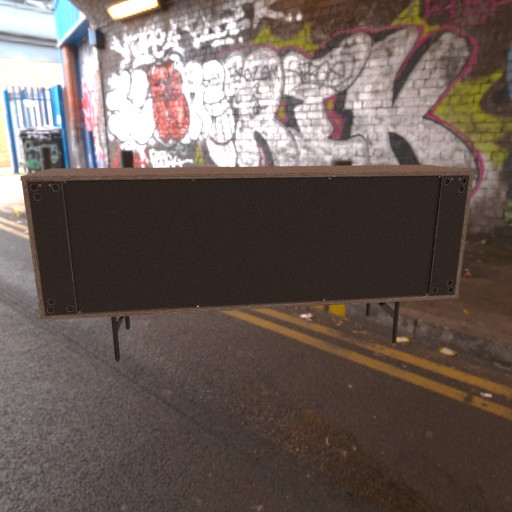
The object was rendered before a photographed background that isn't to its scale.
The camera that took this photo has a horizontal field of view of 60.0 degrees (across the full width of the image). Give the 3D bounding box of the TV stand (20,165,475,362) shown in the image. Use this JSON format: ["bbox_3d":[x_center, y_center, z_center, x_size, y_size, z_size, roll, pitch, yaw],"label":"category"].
[{"bbox_3d":[0.000,0.000,2.043,1.804,0.787,0.405,-2,16,-8],"label":"TV stand"}]
